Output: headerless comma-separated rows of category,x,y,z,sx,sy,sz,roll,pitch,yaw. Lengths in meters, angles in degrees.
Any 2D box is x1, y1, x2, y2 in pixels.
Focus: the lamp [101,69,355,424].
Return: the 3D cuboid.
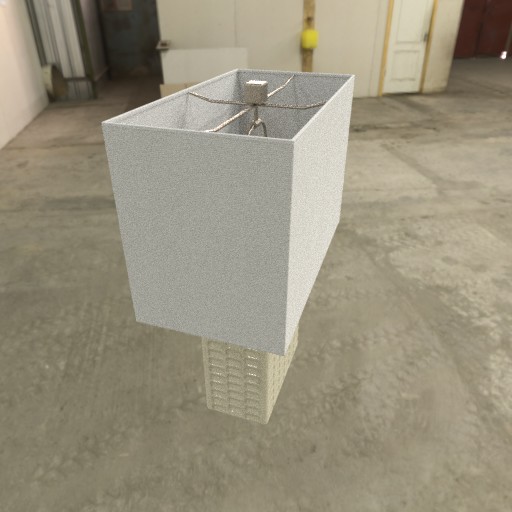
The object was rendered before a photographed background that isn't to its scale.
lamp,0.000,0.000,0.696,0.200,0.515,0.380,10,32,16
